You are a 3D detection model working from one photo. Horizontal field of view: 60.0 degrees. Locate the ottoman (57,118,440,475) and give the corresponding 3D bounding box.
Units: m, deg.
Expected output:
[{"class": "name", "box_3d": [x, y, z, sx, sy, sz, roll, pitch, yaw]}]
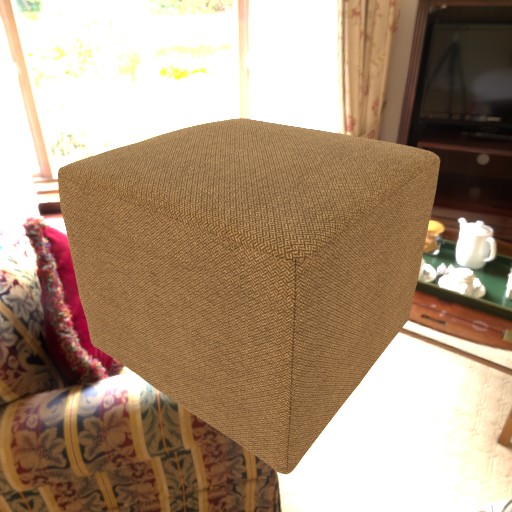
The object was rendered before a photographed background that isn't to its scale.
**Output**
[{"class": "ottoman", "box_3d": [0.000, 0.000, 0.891, 0.519, 0.453, 0.512, 21, 35, 32]}]
